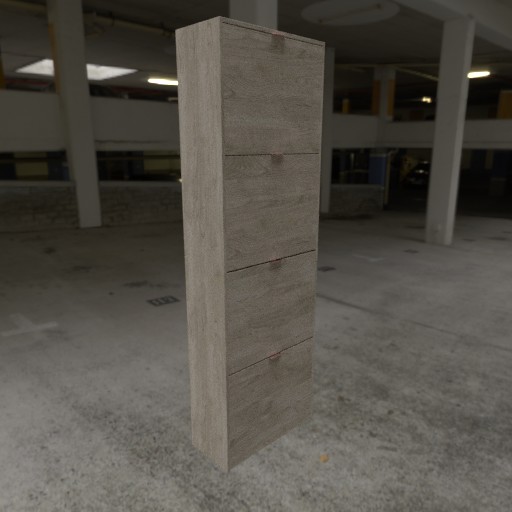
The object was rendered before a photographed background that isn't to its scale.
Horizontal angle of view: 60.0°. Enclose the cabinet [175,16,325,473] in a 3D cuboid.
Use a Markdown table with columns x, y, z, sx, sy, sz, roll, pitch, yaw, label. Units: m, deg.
| x | y | z | sx | sy | sz | roll | pitch | yaw | label |
| --- | --- | --- | --- | --- | --- | --- | --- | --- | --- |
| 0.000 | 0.000 | 1.794 | 0.520 | 1.630 | 0.250 | -13 | 19 | -42 | cabinet |
